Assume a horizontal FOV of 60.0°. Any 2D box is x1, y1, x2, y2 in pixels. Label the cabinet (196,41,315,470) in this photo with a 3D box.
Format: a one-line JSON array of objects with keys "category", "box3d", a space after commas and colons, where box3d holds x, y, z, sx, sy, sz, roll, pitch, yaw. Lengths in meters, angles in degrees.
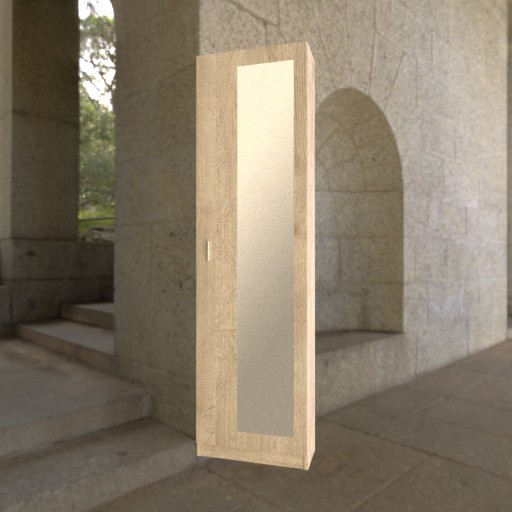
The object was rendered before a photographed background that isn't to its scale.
[{"category": "cabinet", "box3d": [0.000, 0.000, 2.006, 0.500, 1.790, 0.230, 0, 0, 16]}]
